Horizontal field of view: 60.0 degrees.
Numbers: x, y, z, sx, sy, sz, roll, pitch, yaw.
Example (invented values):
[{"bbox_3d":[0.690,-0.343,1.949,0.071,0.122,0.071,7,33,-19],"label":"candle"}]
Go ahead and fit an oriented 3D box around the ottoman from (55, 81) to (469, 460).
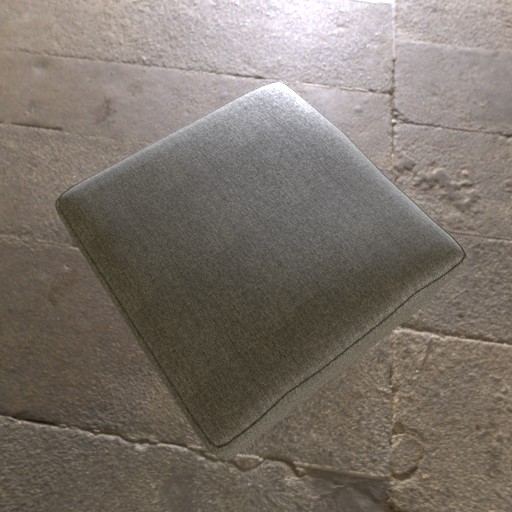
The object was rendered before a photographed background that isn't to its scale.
[{"bbox_3d":[0.000,0.000,1.360,0.838,0.481,0.838,-33,68,-16],"label":"ottoman"}]
